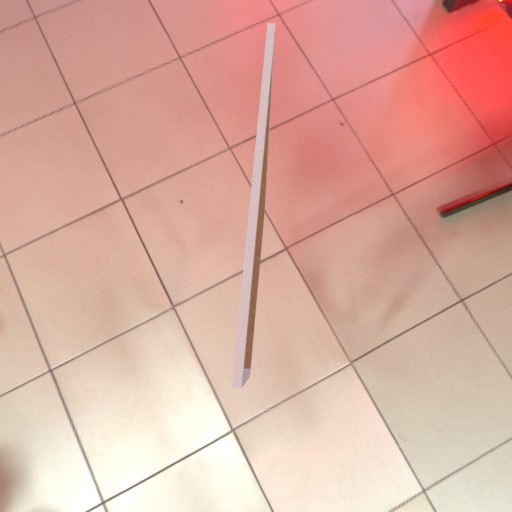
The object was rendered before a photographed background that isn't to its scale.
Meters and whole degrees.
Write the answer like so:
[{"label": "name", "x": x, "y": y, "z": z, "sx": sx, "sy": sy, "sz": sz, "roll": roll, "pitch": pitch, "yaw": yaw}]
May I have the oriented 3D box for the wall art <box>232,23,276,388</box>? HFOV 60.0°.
[{"label": "wall art", "x": 0.000, "y": 0.000, "z": 1.220, "sx": 0.015, "sy": 0.965, "sz": 0.660, "roll": 5, "pitch": 76, "yaw": 1}]
